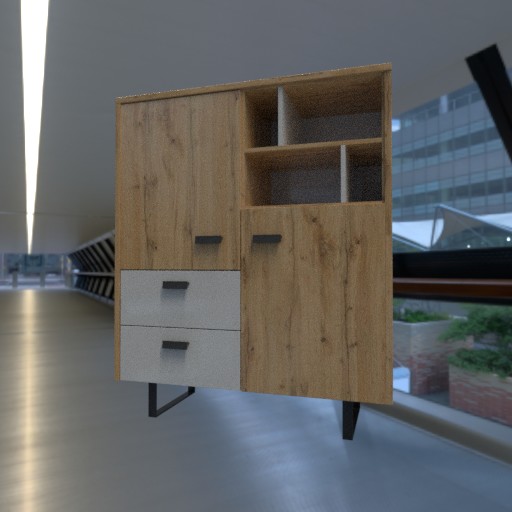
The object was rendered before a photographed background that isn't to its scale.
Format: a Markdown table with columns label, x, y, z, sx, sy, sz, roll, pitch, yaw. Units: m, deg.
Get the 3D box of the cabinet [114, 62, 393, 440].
| label | x | y | z | sx | sy | sz | roll | pitch | yaw |
| --- | --- | --- | --- | --- | --- | --- | --- | --- | --- |
| cabinet | 0.000 | 0.000 | 1.983 | 1.168 | 1.397 | 0.473 | 0 | -1 | 17 |
